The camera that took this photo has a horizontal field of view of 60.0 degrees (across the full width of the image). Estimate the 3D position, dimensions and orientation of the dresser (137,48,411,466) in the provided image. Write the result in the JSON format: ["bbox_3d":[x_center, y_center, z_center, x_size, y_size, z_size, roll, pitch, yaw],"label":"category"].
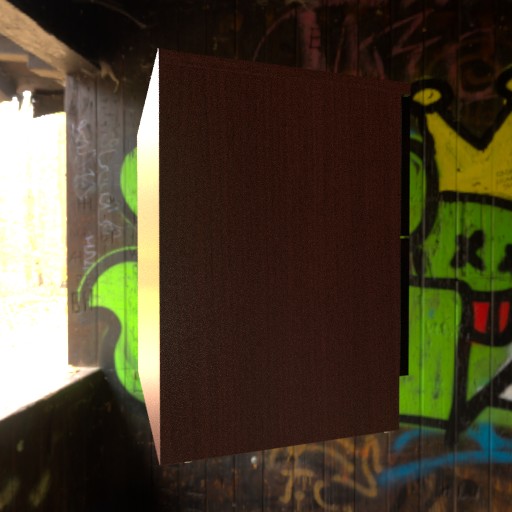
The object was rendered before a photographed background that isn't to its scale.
[{"bbox_3d":[0.000,0.000,0.742,0.360,0.470,0.400,0,1,-18],"label":"dresser"}]
